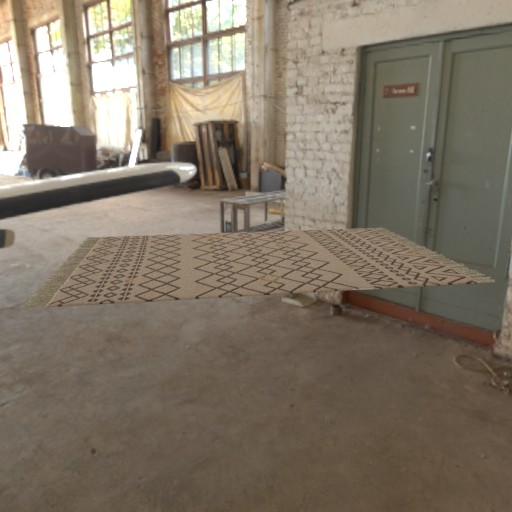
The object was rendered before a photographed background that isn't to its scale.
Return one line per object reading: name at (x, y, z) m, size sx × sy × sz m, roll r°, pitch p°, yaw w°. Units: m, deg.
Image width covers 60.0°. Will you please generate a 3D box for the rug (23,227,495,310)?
rug at (0.000, 0.000, 2.423) m, size 2.023 × 0.028 × 1.224 m, roll -2°, pitch 15°, yaw -9°
